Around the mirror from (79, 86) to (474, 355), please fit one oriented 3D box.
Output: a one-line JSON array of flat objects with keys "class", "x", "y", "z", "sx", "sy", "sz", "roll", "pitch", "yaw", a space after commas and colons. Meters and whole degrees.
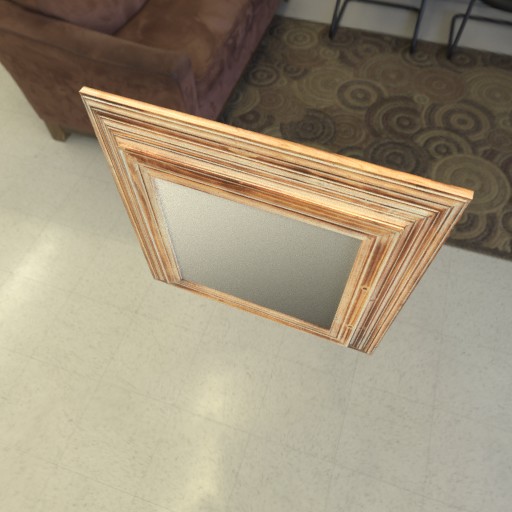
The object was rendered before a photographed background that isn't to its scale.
[{"class": "mirror", "x": 0.000, "y": 0.000, "z": 1.188, "sx": 0.804, "sy": 0.804, "sz": 0.061, "roll": 18, "pitch": 60, "yaw": 11}]
